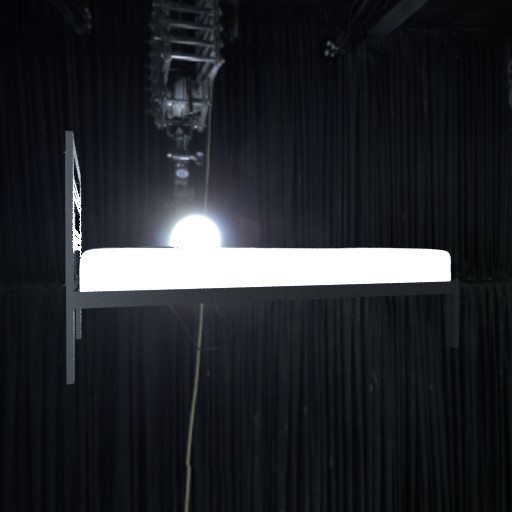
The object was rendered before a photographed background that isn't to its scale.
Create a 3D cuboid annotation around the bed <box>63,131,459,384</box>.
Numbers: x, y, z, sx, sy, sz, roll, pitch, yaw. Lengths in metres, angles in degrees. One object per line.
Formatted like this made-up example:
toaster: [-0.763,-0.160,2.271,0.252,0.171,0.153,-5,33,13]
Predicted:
bed: [0.000,0.000,2.483,1.930,0.967,0.991,0,1,-20]
